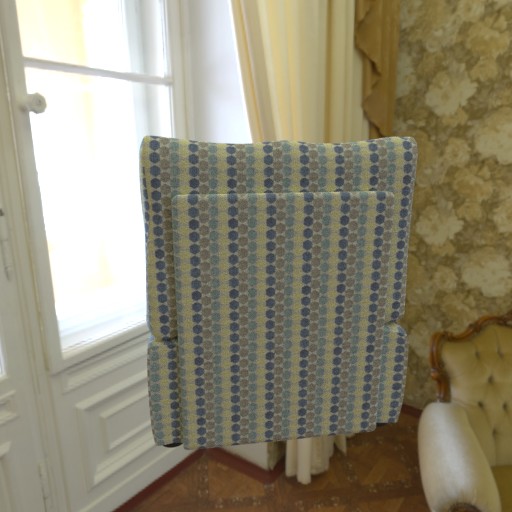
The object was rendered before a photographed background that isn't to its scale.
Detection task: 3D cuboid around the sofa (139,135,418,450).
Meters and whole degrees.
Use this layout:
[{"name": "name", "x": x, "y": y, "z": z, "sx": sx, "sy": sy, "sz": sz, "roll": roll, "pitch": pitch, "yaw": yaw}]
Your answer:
[{"name": "sofa", "x": 0.000, "y": 0.000, "z": 1.573, "sx": 0.700, "sy": 0.820, "sz": 1.000, "roll": -2, "pitch": 15, "yaw": -8}]
